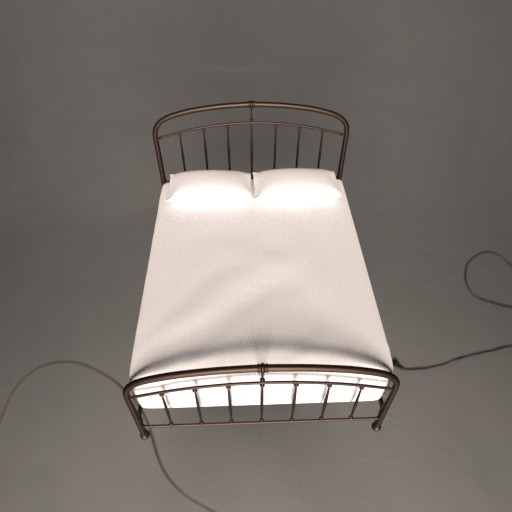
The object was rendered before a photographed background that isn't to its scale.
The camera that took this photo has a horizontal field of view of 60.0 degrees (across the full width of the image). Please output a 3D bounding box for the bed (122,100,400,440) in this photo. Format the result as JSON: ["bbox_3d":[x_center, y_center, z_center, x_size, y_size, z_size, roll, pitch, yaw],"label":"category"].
[{"bbox_3d":[0.000,0.000,3.376,1.711,1.425,2.180,-1,46,-1],"label":"bed"}]
